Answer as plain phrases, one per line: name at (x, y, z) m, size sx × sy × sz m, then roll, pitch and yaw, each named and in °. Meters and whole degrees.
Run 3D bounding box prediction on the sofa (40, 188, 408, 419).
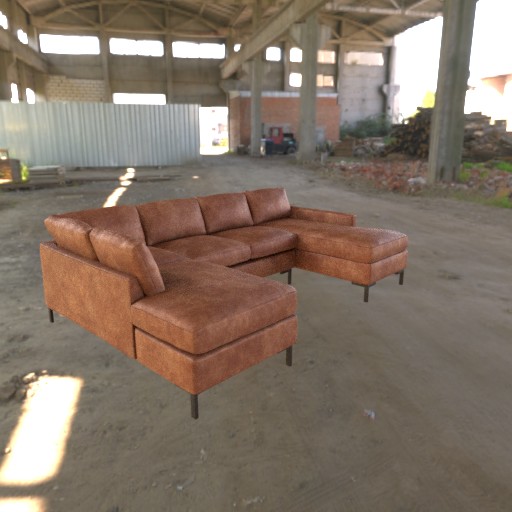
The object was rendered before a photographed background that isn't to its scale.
sofa at (0.000, 0.000, 3.867) m, size 1.939 × 0.900 × 2.956 m, roll 14°, pitch 20°, yaw 42°
